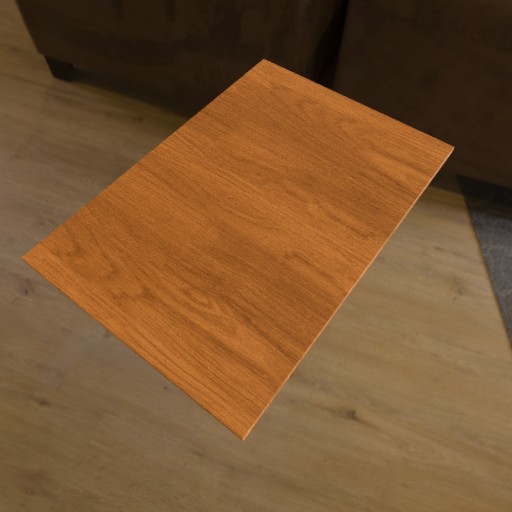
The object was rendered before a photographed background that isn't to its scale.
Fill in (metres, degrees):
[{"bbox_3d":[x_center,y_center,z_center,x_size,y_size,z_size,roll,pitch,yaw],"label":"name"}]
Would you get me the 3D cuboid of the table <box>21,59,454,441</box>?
[{"bbox_3d":[0.000,0.000,1.874,0.900,0.770,1.300,33,64,19],"label":"table"}]
